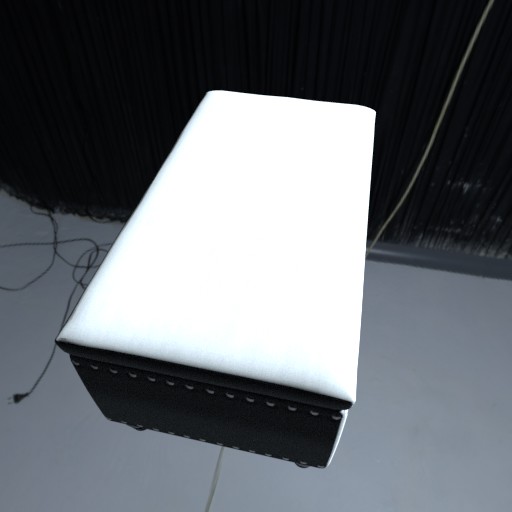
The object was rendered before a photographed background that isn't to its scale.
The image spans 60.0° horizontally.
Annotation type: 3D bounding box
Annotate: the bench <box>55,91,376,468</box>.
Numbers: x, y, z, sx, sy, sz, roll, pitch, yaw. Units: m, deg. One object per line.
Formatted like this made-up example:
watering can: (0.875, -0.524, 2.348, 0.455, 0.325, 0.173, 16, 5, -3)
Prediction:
bench: (0.000, 0.000, 1.135, 0.500, 0.449, 0.887, 9, 48, 8)
